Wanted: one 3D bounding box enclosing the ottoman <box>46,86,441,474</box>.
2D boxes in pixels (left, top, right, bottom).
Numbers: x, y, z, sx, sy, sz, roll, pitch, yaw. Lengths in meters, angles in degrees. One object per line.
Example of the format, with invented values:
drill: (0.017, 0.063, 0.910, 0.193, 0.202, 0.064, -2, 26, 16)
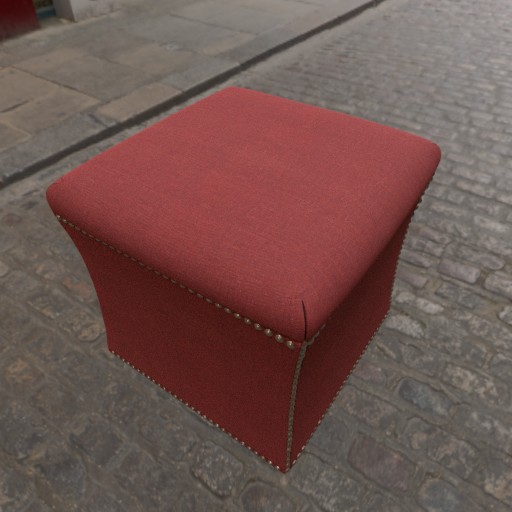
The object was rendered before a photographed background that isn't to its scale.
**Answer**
ottoman: (0.000, 0.000, 0.872, 0.497, 0.475, 0.507, 25, 48, 25)
